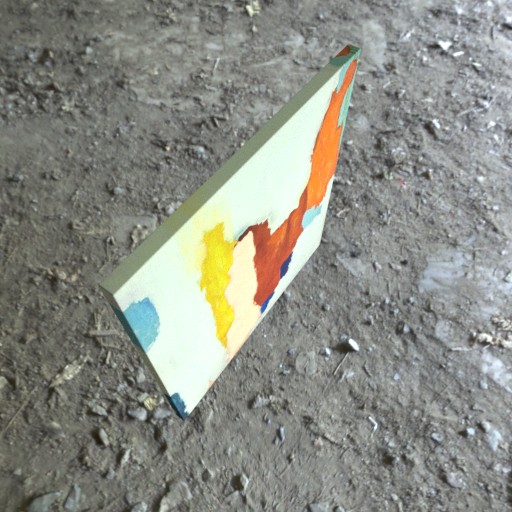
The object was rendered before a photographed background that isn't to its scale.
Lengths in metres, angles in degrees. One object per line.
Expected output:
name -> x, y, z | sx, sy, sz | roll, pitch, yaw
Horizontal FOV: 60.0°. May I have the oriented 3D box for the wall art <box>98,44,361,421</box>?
wall art -> 0.000, 0.000, 1.516 | 0.044, 1.017, 1.017 | 31, 62, 19
